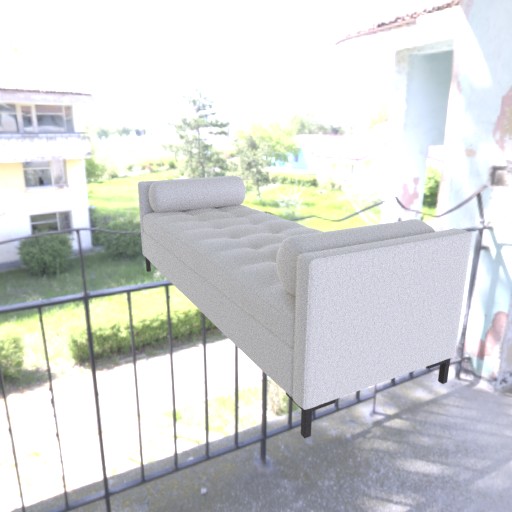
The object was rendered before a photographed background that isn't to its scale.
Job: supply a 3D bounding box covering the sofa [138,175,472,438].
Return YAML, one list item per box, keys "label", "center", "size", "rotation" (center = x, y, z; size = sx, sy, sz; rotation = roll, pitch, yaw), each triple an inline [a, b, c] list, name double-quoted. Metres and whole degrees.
- label: "sofa"
  center: [0.000, 0.000, 2.346]
  size: [0.746, 0.641, 1.985]
  rotation: [-9, 19, -27]
